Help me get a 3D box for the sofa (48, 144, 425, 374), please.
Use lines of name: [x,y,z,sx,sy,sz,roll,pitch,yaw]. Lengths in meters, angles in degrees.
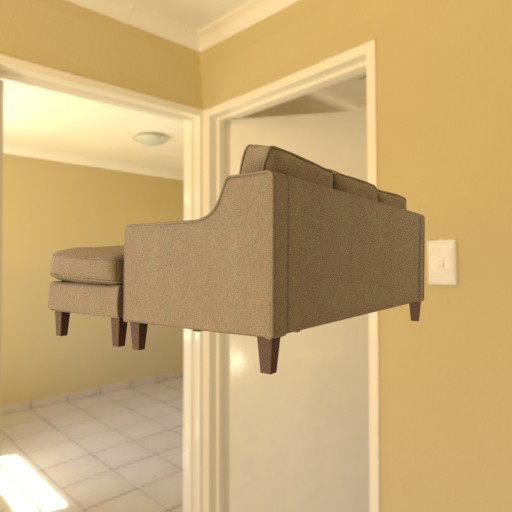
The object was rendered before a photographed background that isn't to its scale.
sofa: [0.000,0.000,3.363,1.858,1.081,2.317,0,-1,36]
